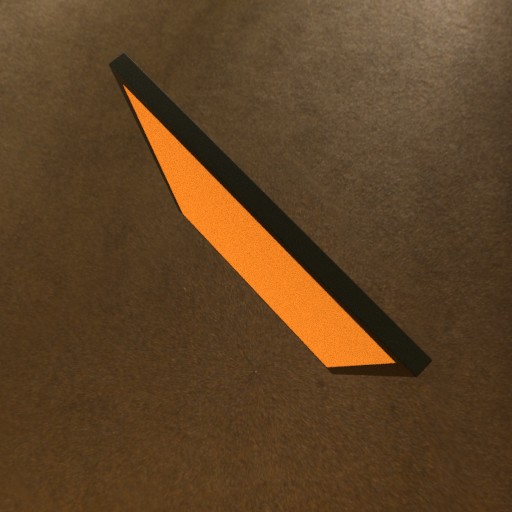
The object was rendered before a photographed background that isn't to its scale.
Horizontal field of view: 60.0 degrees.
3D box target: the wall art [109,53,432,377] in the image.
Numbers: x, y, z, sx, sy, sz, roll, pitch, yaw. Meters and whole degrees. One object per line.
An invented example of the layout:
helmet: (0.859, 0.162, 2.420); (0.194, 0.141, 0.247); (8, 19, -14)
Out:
wall art: (0.000, 0.000, 1.111); (0.038, 0.761, 0.755); (-42, 79, -10)
